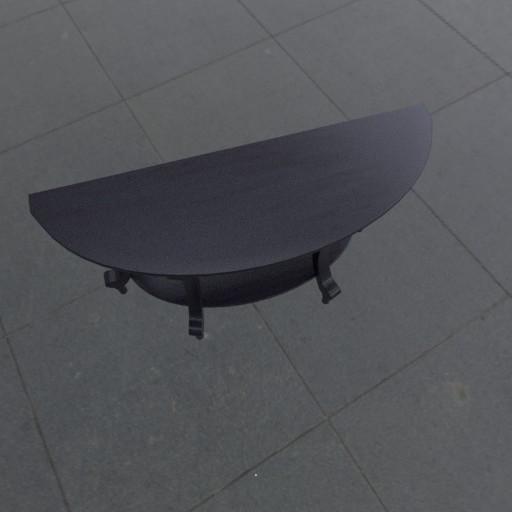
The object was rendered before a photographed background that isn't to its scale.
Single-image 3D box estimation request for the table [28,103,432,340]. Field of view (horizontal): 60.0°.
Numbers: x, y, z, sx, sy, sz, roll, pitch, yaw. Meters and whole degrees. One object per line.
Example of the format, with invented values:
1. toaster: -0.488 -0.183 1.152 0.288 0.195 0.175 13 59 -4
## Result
1. table: 0.000 0.000 1.525 1.198 0.692 0.394 -15 65 -7
